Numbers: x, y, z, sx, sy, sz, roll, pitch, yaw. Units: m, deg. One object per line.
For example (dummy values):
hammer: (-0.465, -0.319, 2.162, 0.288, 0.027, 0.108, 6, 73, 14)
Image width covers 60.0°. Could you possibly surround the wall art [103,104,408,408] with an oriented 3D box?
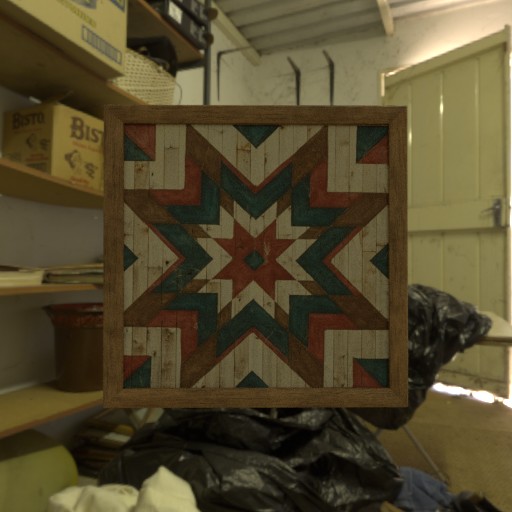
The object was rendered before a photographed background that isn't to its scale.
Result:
wall art: (0.000, 0.000, 1.025, 0.695, 0.691, 0.029, 0, 0, -1)
